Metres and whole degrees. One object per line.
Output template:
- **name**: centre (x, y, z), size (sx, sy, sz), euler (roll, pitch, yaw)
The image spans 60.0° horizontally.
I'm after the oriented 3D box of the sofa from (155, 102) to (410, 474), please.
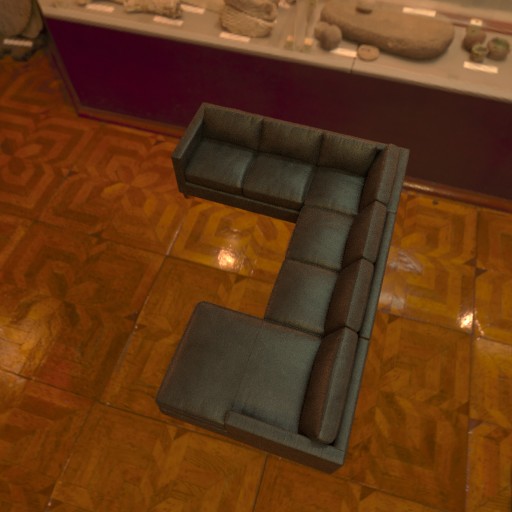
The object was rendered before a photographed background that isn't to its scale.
- **sofa**: centre (0.000, 0.000, 4.465), size (2.452, 0.891, 3.324), euler (16, 60, 10)
